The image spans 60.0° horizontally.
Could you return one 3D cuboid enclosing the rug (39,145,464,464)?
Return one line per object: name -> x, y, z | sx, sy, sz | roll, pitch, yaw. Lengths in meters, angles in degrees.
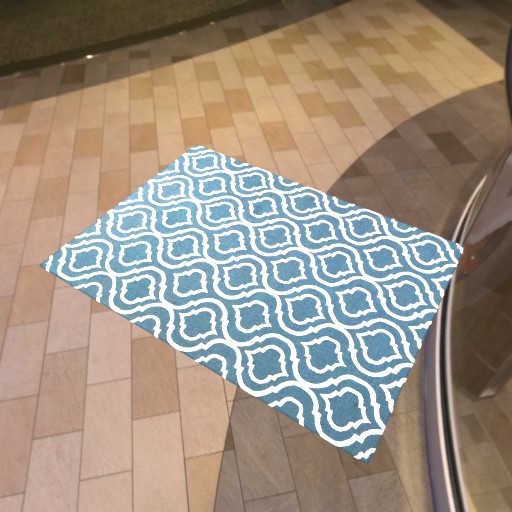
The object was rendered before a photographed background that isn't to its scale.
rug -> 0.000, 0.000, 4.304 | 3.353, 0.010, 2.438 | 25, 52, 22
